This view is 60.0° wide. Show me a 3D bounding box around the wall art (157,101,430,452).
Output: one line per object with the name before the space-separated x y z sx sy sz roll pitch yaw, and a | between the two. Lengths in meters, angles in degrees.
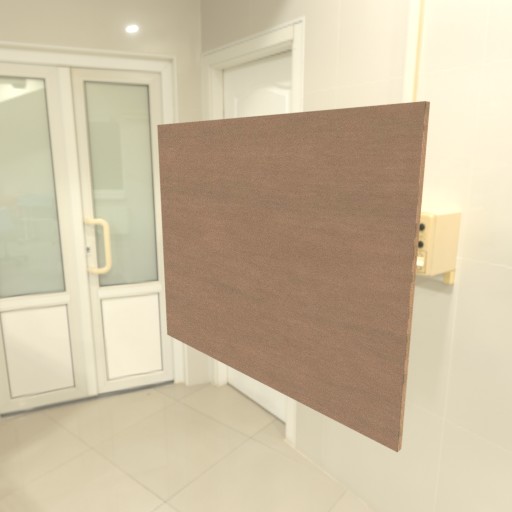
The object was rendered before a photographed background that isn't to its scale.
wall art | 0.000 0.000 0.678 0.010 0.408 0.508 -12 18 -43
